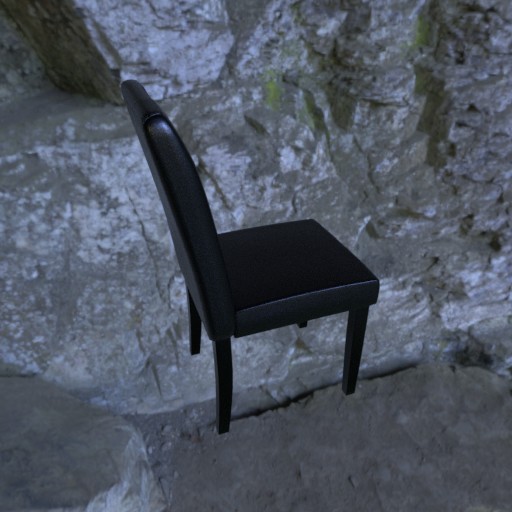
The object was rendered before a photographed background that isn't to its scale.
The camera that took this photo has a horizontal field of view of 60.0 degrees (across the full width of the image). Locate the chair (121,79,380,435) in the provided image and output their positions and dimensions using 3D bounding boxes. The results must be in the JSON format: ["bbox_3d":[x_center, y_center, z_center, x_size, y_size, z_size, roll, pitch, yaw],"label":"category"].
[{"bbox_3d":[0.000,0.000,1.212,0.556,0.897,0.399,-11,33,-17],"label":"chair"}]
